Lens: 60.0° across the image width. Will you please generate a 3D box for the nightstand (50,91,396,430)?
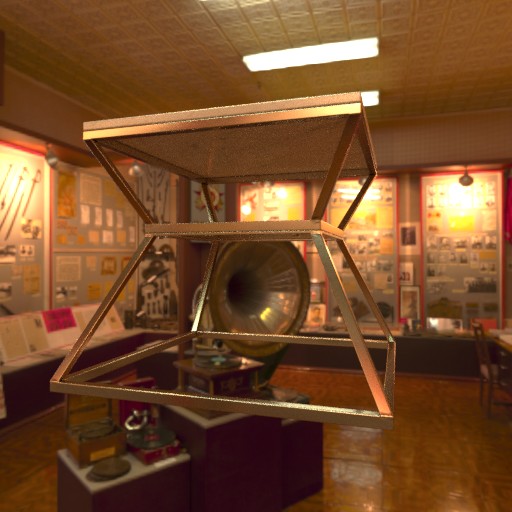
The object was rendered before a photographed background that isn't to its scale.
[{"bbox_3d":[0.000,0.000,0.860,0.514,0.426,0.513,0,0,18],"label":"nightstand"}]
